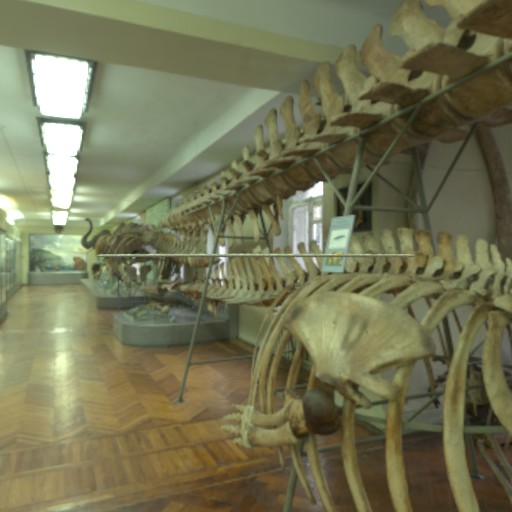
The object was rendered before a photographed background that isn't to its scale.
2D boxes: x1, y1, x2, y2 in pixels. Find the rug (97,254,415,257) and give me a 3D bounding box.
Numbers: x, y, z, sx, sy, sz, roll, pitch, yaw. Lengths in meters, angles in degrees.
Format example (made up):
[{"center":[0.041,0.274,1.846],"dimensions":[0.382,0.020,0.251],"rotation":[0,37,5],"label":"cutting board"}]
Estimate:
[{"center":[0.000,0.000,2.351],"dimensions":[1.593,0.012,1.593],"rotation":[0,0,0],"label":"rug"}]
